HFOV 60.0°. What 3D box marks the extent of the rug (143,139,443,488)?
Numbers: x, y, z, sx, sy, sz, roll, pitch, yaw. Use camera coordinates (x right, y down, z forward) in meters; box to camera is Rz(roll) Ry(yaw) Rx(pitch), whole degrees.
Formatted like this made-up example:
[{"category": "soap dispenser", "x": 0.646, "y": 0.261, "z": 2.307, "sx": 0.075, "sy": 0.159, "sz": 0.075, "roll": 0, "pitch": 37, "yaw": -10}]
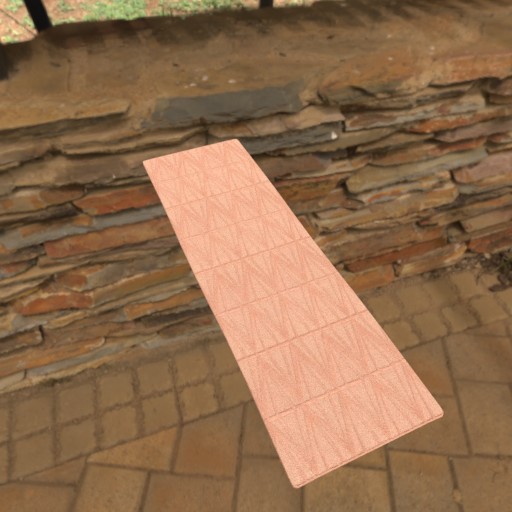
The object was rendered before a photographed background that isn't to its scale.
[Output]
[{"category": "rug", "x": 0.000, "y": 0.000, "z": 2.613, "sx": 0.760, "sy": 0.015, "sz": 2.435, "roll": -18, "pitch": 49, "yaw": -16}]
